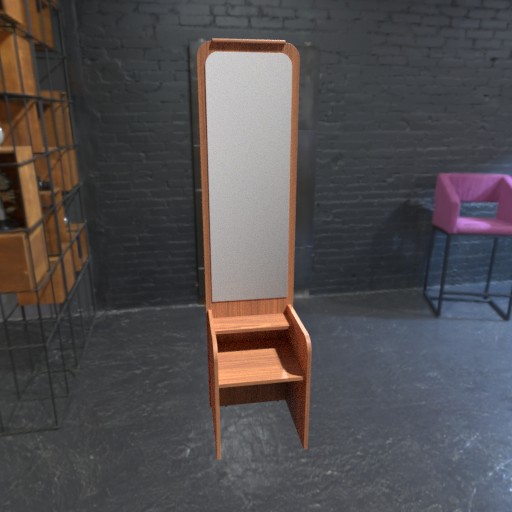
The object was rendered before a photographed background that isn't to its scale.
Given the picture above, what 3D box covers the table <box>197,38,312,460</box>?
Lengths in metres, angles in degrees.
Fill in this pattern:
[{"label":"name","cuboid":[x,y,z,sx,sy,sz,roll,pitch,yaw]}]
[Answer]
[{"label":"table","cuboid":[0.000,0.000,1.999,0.450,1.830,0.420,-3,18,-9]}]
